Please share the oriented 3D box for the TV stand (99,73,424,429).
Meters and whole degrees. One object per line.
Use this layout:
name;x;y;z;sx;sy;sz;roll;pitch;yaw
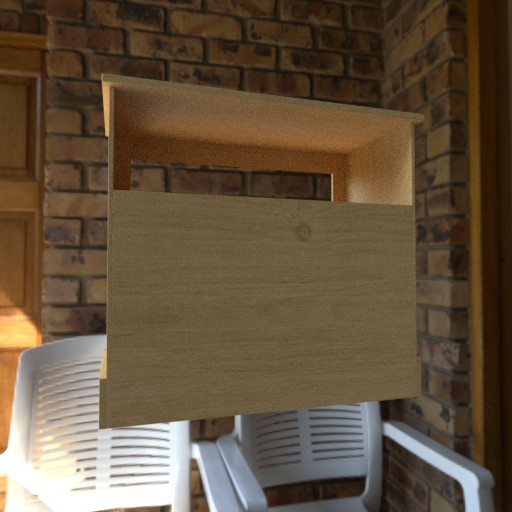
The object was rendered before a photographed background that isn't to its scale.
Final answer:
TV stand;0.000;0.000;1.301;0.851;0.787;0.430;1;-2;-18
